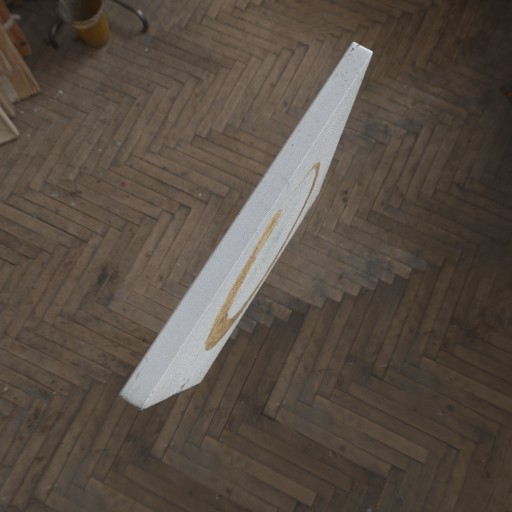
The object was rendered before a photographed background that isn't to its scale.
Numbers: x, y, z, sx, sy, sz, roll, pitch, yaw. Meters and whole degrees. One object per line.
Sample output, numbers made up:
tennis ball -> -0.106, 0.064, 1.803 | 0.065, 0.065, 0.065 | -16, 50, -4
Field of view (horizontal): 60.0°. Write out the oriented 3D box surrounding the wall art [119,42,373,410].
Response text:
wall art -> 0.000, 0.000, 0.912 | 0.040, 0.611, 0.610 | 31, 79, 7
